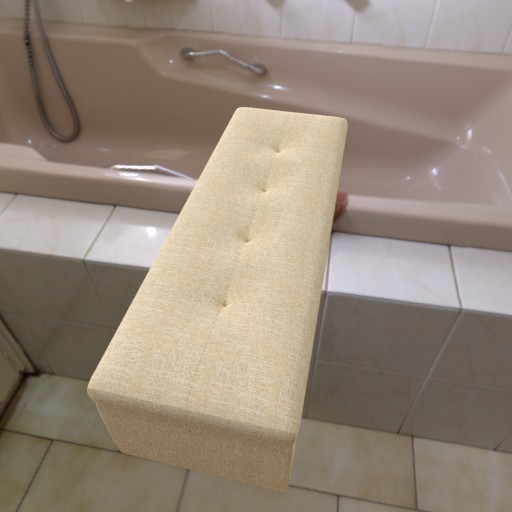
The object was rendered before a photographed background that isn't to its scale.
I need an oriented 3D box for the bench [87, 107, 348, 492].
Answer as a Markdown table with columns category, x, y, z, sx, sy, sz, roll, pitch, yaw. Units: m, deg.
| category | x | y | z | sx | sy | sz | roll | pitch | yaw |
| --- | --- | --- | --- | --- | --- | --- | --- | --- | --- |
| bench | 0.000 | 0.000 | 1.381 | 0.432 | 0.406 | 1.219 | 9 | 46 | 9 |
